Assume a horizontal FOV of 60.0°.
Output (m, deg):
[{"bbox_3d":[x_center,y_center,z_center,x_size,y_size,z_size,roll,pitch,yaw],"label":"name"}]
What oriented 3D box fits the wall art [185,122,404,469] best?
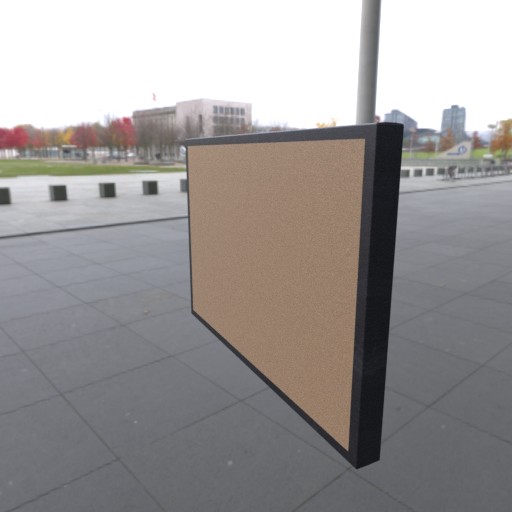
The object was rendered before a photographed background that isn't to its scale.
[{"bbox_3d":[0.000,0.000,0.766,0.038,0.409,0.610,-7,15,-26],"label":"wall art"}]
